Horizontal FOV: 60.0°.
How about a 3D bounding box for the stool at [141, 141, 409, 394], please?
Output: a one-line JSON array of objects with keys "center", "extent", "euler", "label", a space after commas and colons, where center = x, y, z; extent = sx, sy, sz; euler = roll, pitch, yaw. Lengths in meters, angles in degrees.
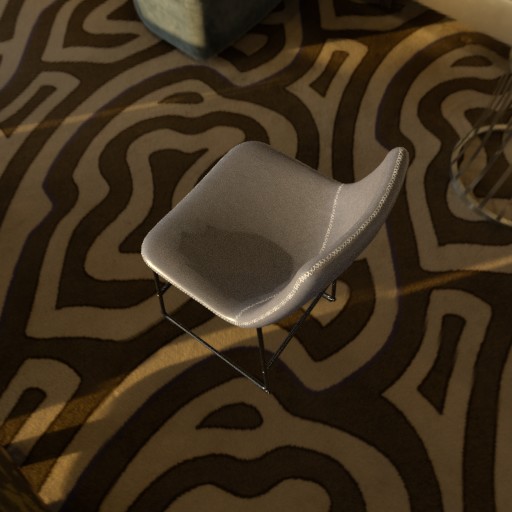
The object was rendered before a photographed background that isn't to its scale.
[{"center": [0.000, 0.000, 1.212], "extent": [0.546, 0.876, 0.470], "euler": [33, 67, 16], "label": "stool"}]
